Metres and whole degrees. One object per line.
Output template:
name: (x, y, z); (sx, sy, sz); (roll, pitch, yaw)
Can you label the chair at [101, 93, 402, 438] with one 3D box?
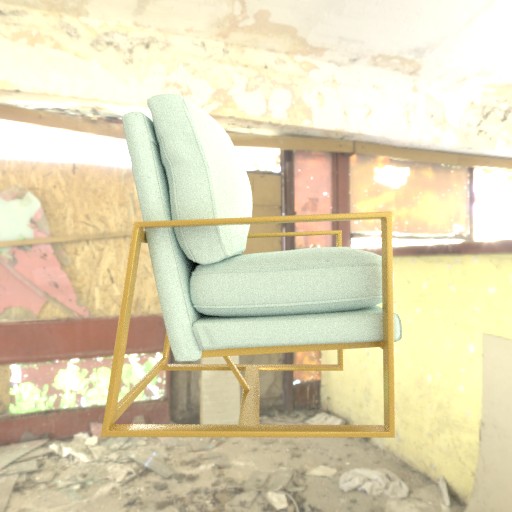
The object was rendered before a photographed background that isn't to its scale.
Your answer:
chair: (0.000, 0.000, 1.540); (0.813, 0.956, 0.758); (0, -1, 0)
